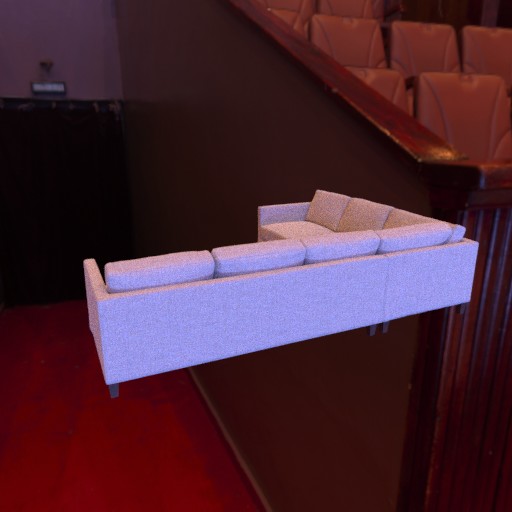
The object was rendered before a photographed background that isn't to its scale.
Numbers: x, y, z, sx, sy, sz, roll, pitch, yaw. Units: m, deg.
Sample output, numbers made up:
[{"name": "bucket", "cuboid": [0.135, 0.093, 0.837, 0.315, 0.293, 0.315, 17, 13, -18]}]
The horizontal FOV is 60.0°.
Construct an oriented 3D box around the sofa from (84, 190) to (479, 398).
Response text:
[{"name": "sofa", "cuboid": [0.000, 0.000, 4.323, 3.182, 0.863, 2.432, -8, 18, -24]}]
